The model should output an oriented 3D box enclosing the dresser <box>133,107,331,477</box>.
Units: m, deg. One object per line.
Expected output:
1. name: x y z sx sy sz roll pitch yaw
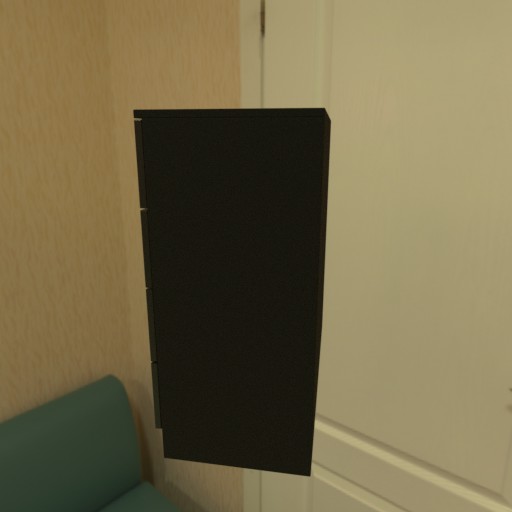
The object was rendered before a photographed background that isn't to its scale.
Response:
1. dresser: 0.000 0.000 1.200 0.360 0.720 0.750 3 16 10
